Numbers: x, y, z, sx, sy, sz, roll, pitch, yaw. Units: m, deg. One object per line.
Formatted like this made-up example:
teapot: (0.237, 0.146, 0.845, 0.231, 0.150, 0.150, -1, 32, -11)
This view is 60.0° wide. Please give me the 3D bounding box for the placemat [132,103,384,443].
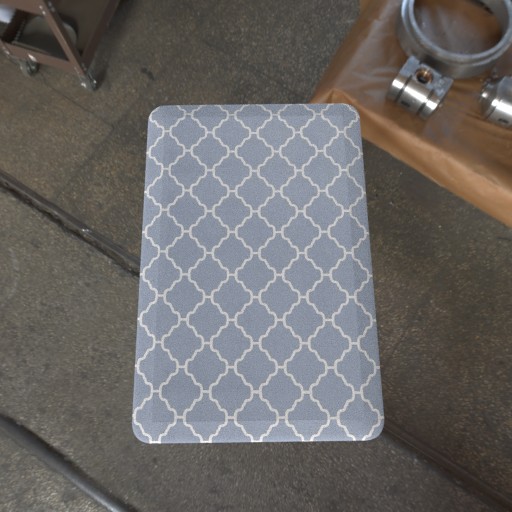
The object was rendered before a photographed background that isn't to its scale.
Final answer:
placemat: (0.000, 0.000, 0.972, 0.508, 0.021, 0.762, -1, 75, 0)
